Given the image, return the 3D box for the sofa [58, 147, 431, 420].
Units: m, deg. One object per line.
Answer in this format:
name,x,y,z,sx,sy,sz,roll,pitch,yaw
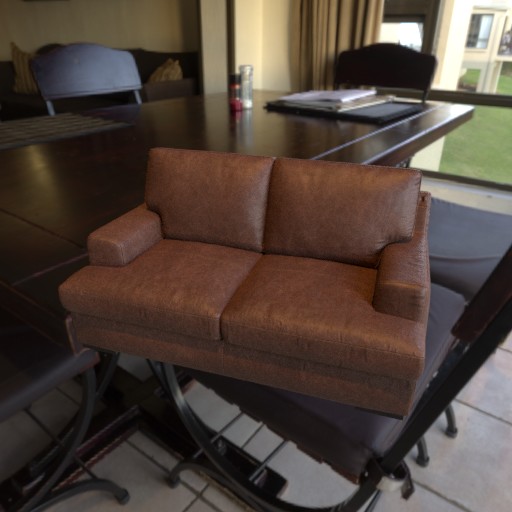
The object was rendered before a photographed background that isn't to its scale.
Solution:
sofa,0.000,0.000,2.496,1.880,0.939,1.143,8,29,16
